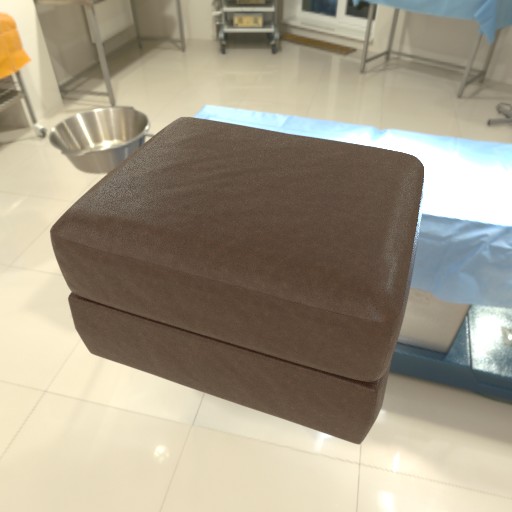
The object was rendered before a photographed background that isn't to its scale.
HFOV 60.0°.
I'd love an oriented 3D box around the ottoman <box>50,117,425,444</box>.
[{"bbox_3d":[0.000,0.000,1.128,0.751,0.476,0.603,14,43,15],"label":"ottoman"}]
